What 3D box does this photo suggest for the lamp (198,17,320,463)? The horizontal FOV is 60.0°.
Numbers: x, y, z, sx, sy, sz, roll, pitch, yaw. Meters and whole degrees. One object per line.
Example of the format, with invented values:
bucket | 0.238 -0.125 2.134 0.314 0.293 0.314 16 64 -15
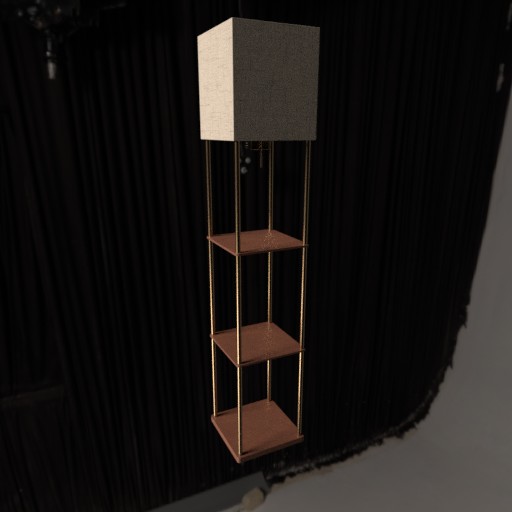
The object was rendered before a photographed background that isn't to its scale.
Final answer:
lamp | 0.000 0.000 1.710 0.308 1.569 0.310 -8 18 -25
